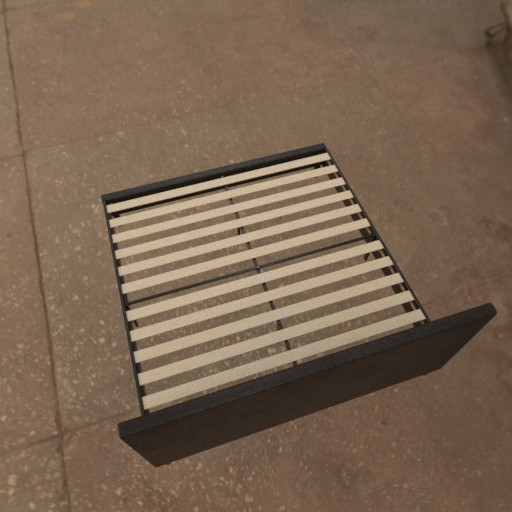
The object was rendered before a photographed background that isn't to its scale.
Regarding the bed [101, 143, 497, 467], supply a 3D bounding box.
[{"bbox_3d":[0.000,0.000,3.181,2.018,1.046,2.152,-15,58,-10],"label":"bed"}]
